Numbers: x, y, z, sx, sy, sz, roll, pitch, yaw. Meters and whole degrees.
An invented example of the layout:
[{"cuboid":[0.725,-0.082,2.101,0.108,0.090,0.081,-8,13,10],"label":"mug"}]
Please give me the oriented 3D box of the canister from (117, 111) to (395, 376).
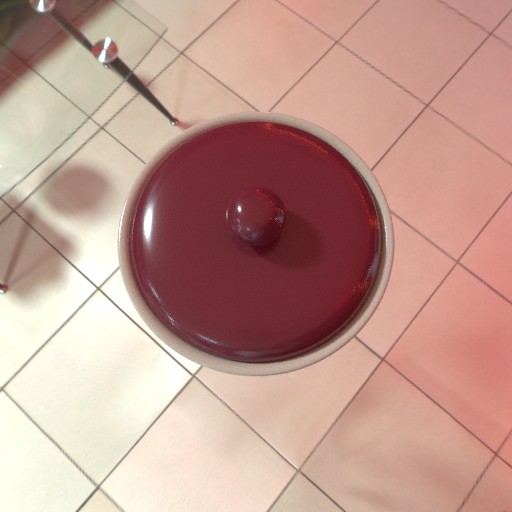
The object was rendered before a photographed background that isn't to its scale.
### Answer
[{"cuboid":[0.000,0.000,0.348,0.182,0.208,0.182,0,75,0],"label":"canister"}]
